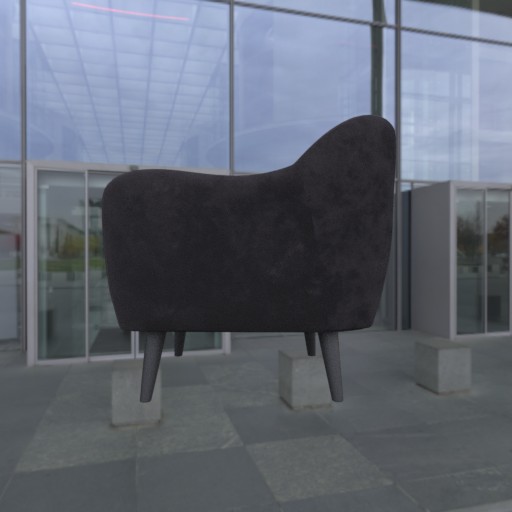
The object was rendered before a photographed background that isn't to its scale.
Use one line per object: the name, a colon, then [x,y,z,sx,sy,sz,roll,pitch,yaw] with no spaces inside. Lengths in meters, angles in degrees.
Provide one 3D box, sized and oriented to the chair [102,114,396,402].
chair: [0.000,0.000,1.513,0.819,0.807,0.840,0,0,0]
